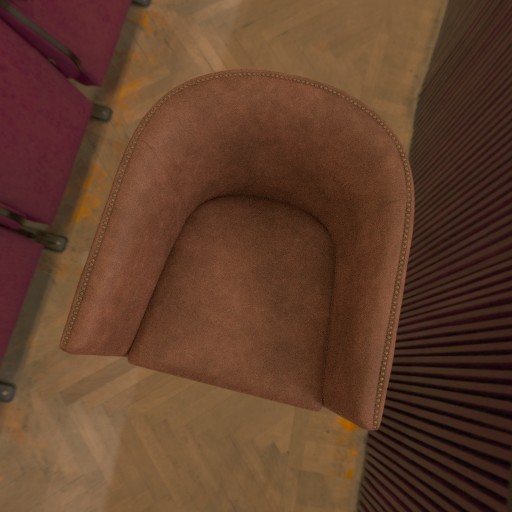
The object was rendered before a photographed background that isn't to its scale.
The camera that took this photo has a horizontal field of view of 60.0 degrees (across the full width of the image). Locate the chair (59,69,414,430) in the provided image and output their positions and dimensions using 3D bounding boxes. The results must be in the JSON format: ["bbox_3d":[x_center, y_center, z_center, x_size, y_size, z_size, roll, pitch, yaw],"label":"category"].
[{"bbox_3d":[0.000,0.000,1.487,0.850,0.790,0.870,13,77,3],"label":"chair"}]
